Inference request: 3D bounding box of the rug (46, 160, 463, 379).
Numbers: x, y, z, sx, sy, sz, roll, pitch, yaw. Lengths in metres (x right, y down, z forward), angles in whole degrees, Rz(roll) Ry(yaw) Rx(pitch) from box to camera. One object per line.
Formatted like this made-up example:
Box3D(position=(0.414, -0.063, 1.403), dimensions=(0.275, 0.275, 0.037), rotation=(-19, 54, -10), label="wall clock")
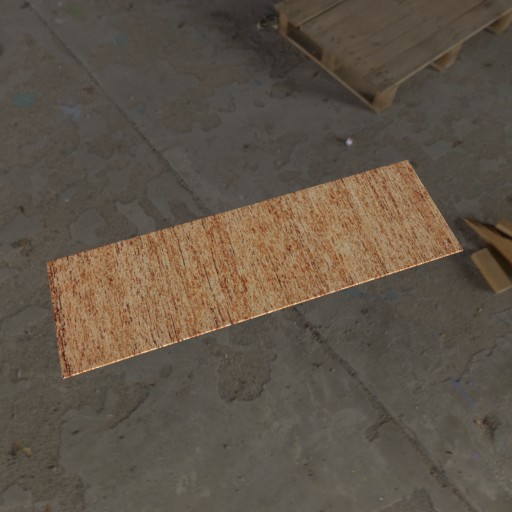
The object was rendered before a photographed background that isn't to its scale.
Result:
Box3D(position=(0.000, 0.000, 2.486), dimensions=(2.237, 0.014, 0.680), rotation=(-17, 64, -8), label="rug")
